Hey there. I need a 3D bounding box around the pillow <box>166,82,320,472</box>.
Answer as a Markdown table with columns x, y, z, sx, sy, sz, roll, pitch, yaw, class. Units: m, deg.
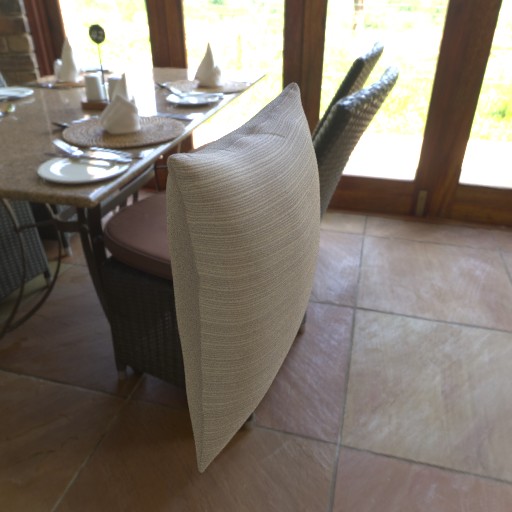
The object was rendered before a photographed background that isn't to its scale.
| x | y | z | sx | sy | sz | roll | pitch | yaw | class |
| --- | --- | --- | --- | --- | --- | --- | --- | --- | --- |
| 0.000 | 0.000 | 0.764 | 0.204 | 0.497 | 0.512 | 9 | 31 | 16 | pillow |
